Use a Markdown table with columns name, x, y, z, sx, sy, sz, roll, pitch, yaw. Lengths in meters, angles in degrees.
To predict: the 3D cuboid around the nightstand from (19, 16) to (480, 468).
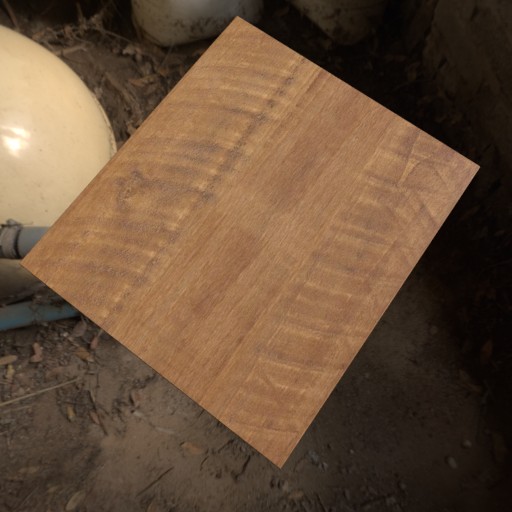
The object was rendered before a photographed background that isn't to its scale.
| name | x | y | z | sx | sy | sz | roll | pitch | yaw |
| --- | --- | --- | --- | --- | --- | --- | --- | --- | --- |
| nightstand | 0.000 | 0.000 | 0.850 | 0.436 | 0.491 | 0.493 | 35 | 79 | 8 |
